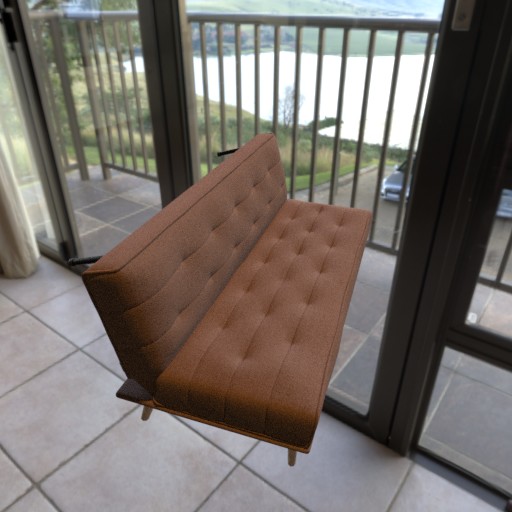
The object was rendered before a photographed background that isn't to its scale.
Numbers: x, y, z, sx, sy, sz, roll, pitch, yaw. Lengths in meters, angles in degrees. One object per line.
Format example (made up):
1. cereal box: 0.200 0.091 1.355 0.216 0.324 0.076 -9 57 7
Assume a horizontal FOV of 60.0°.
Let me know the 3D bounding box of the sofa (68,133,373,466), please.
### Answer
1. sofa: 0.000 0.000 2.307 1.038 0.810 1.820 10 32 16
